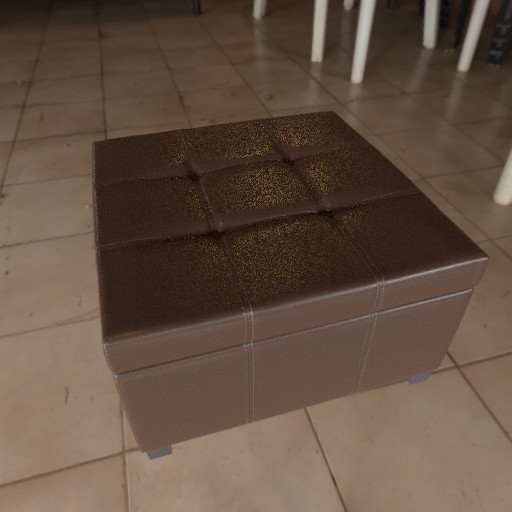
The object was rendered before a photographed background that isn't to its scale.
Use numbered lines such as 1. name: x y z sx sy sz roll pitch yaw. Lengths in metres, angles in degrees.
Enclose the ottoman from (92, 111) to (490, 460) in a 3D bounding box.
1. ottoman: 0.000 0.000 1.239 0.788 0.460 0.787 -11 42 -13
